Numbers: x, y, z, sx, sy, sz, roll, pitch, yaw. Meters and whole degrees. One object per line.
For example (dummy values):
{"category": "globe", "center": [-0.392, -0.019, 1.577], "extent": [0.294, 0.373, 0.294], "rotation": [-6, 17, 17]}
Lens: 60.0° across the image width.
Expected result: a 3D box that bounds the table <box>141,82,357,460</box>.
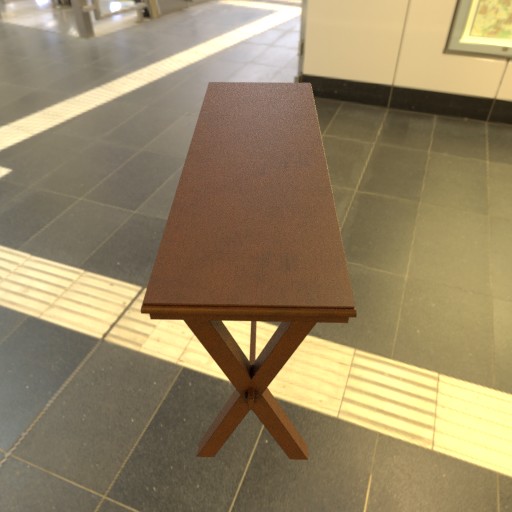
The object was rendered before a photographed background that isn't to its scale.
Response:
{"category": "table", "center": [0.000, 0.000, 1.514], "extent": [0.399, 0.763, 1.197], "rotation": [1, 40, 1]}
